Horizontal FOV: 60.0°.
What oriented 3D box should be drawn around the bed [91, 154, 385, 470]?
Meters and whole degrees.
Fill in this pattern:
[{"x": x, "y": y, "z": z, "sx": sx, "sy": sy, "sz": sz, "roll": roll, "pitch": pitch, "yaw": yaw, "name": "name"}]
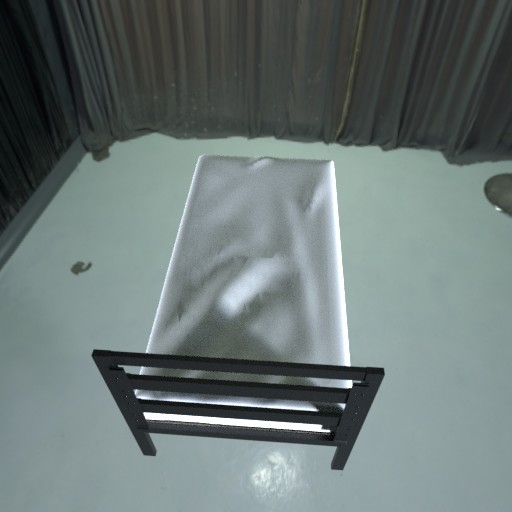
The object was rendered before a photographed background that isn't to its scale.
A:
[{"x": 0.000, "y": 0.000, "z": 2.489, "sx": 0.991, "sy": 0.967, "sz": 1.930, "roll": 3, "pitch": 47, "yaw": 3, "name": "bed"}]
